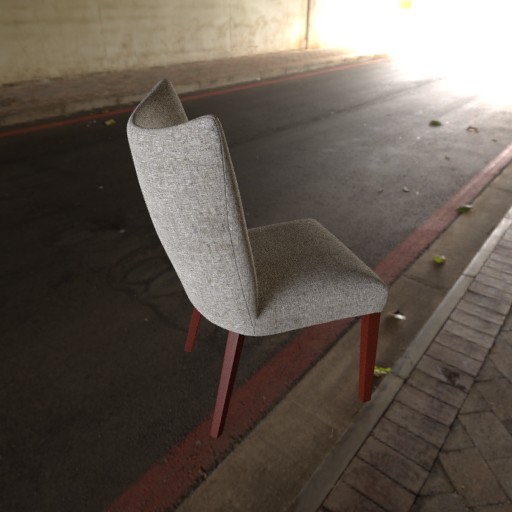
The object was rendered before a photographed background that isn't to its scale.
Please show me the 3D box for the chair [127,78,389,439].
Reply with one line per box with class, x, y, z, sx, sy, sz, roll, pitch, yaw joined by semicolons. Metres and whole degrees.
chair;0.000;0.000;1.292;0.623;0.924;0.535;-10;31;-17
